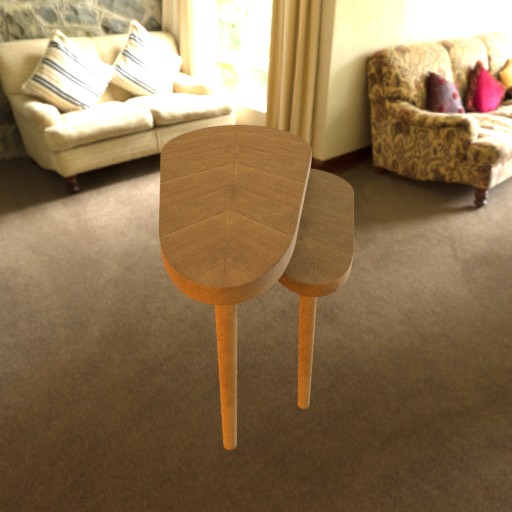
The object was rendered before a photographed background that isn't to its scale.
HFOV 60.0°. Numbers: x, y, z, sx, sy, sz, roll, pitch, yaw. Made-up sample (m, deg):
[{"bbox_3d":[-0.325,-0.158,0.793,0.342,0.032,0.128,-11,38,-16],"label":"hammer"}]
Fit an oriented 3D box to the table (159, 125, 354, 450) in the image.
[{"bbox_3d":[0.000,0.000,1.576,0.701,0.595,1.190,0,32,0],"label":"table"}]
